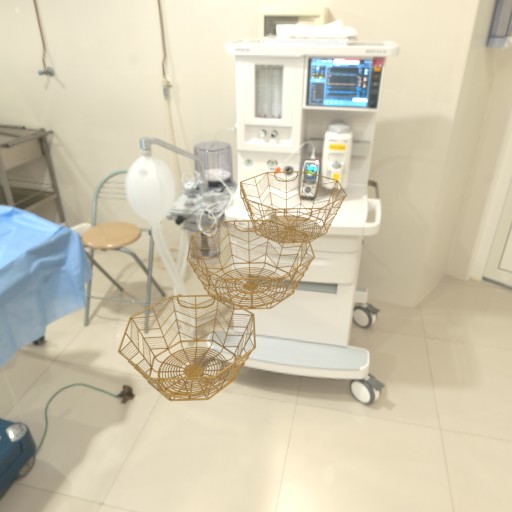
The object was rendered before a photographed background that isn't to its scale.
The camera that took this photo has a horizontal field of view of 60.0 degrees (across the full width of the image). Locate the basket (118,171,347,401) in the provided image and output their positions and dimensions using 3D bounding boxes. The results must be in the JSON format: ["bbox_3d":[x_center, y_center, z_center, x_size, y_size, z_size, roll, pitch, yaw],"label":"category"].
[{"bbox_3d":[0.000,0.000,1.438,0.432,0.178,1.245,10,31,17],"label":"basket"}]
